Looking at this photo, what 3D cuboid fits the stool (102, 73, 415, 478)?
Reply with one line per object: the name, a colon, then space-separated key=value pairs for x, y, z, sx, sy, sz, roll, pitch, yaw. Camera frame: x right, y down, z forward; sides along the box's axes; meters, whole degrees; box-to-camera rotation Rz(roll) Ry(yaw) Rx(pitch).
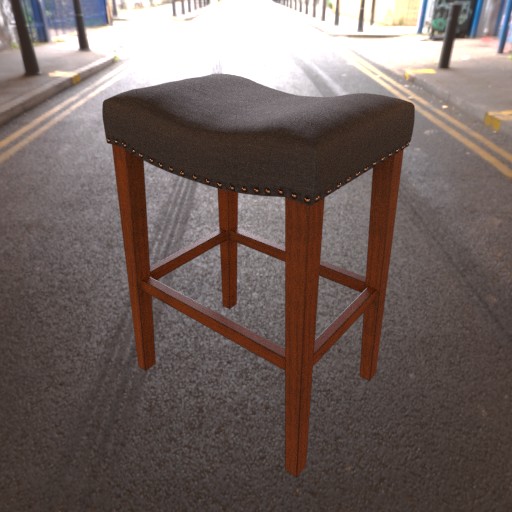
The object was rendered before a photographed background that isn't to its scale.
stool: x=0.000 y=0.000 z=0.856 sx=0.439 sy=0.612 sz=0.320 roll=22 pitch=38 yaw=32
